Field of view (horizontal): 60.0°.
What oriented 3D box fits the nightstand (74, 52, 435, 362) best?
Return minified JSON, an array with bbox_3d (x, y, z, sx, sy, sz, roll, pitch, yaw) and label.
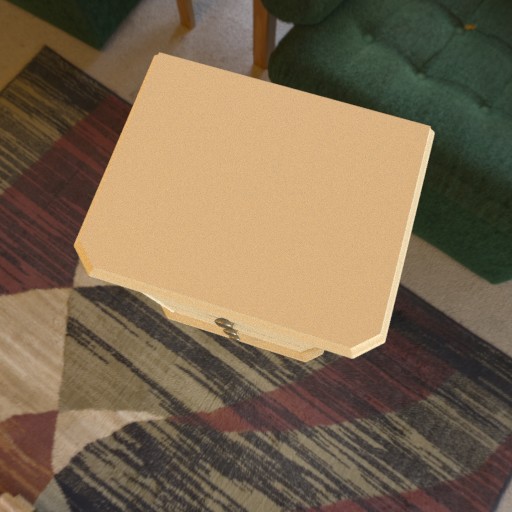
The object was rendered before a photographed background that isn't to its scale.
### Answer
[{"bbox_3d":[0.000,0.000,0.935,0.435,0.681,0.351,17,77,4],"label":"nightstand"}]
